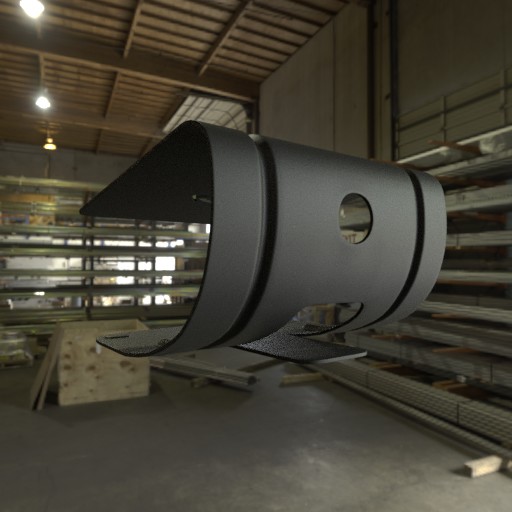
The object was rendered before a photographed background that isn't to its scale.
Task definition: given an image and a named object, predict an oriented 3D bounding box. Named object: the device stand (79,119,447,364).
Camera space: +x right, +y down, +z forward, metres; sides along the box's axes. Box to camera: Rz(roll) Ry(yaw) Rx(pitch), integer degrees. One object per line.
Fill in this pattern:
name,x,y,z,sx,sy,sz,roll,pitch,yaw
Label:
device stand,0.000,0.000,0.405,0.256,0.155,0.236,1,-2,-37
